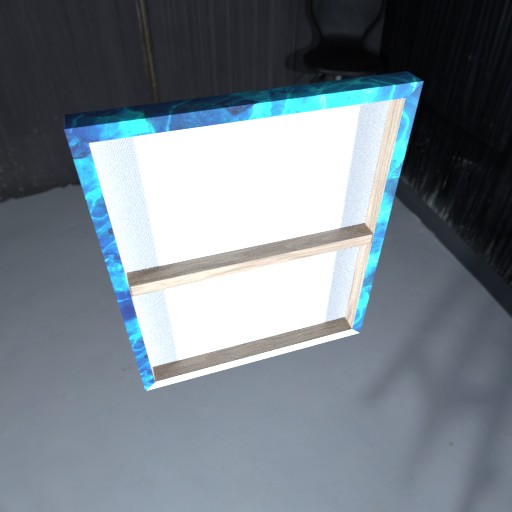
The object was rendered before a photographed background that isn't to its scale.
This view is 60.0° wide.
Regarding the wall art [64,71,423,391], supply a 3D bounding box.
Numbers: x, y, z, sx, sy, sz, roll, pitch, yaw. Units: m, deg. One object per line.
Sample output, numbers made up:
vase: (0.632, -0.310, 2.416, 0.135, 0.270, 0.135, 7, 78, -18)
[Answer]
wall art: (0.000, 0.000, 0.694, 0.432, 0.508, 0.038, -12, 44, -13)
